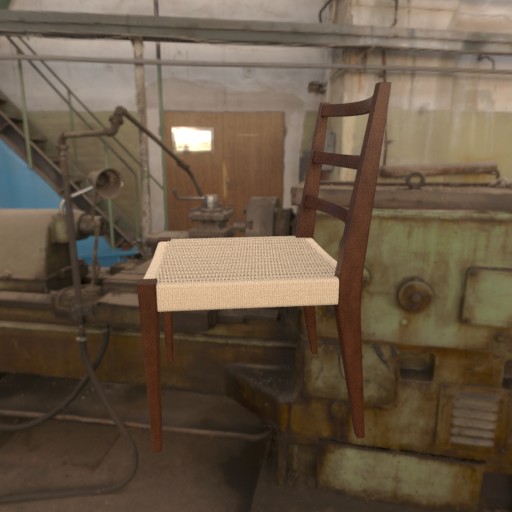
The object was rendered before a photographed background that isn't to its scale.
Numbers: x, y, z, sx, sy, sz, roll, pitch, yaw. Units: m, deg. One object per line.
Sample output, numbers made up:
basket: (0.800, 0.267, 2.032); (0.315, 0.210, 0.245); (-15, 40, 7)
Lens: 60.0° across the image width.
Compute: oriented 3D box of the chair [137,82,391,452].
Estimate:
chair: (0.000, 0.000, 1.174); (0.551, 0.813, 0.480); (-2, 14, -7)
